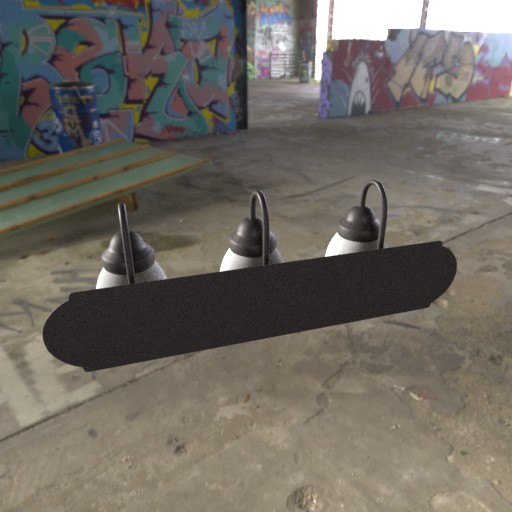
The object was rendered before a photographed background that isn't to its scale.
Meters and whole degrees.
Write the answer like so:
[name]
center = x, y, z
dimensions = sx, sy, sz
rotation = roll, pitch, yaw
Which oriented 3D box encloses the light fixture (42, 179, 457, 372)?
[light fixture]
center = 0.000, 0.000, 0.701
dimensions = 0.610, 0.222, 0.199
rotation = -8, 26, -16
